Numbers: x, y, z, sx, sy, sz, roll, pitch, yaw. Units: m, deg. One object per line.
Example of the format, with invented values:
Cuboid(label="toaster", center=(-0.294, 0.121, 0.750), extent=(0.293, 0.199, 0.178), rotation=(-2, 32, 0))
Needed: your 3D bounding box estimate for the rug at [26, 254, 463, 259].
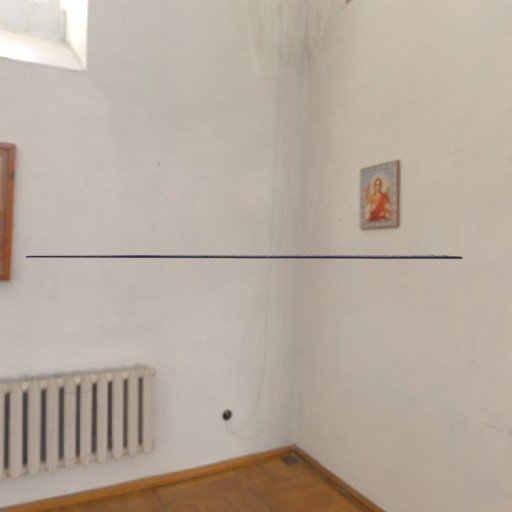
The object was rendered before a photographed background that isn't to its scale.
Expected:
Cuboid(label="rug", center=(0.000, 0.000, 2.260), extent=(1.781, 0.012, 1.184), rotation=(0, 0, 18))
